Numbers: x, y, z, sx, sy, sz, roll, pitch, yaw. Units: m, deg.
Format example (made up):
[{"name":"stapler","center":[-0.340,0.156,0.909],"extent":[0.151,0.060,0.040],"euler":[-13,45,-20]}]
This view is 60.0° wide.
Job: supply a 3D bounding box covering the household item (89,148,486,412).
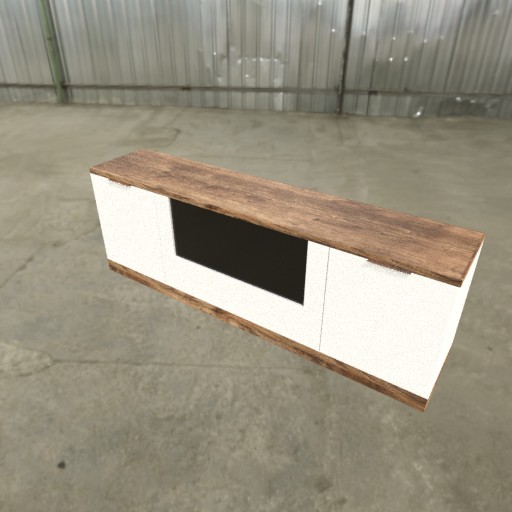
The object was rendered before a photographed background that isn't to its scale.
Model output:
[{"name":"household item","center":[0.000,0.000,2.101],"extent":[1.800,0.615,0.390],"euler":[19,36,29]}]
